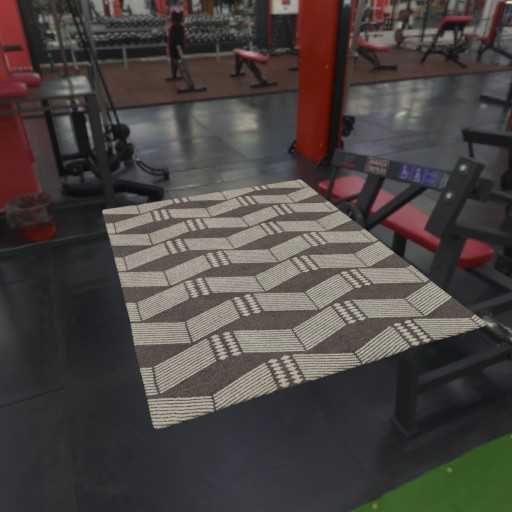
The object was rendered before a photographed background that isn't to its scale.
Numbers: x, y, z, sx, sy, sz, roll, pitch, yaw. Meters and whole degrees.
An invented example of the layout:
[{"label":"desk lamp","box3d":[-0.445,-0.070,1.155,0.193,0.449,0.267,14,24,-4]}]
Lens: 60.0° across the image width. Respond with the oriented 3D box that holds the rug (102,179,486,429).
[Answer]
[{"label":"rug","box3d":[0.000,0.000,4.062,2.438,0.016,3.048,-12,33,-18]}]
